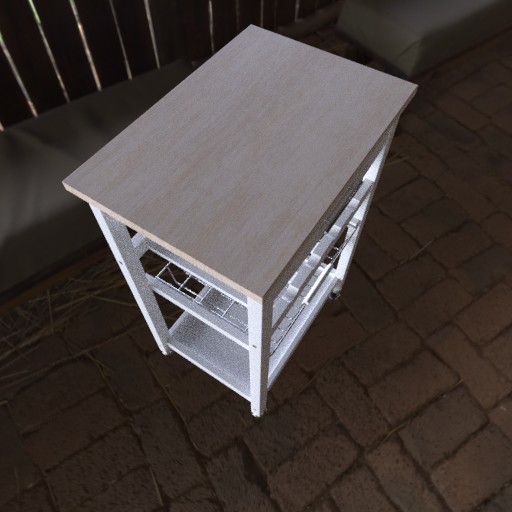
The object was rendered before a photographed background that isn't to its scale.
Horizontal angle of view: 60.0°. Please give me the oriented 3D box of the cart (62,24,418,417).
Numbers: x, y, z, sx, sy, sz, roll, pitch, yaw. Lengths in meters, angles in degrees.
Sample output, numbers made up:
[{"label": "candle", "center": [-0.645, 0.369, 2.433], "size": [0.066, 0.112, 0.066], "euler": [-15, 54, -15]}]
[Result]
[{"label": "cart", "center": [0.000, 0.000, 1.179], "size": [0.406, 0.857, 0.578], "euler": [29, 61, 17]}]
